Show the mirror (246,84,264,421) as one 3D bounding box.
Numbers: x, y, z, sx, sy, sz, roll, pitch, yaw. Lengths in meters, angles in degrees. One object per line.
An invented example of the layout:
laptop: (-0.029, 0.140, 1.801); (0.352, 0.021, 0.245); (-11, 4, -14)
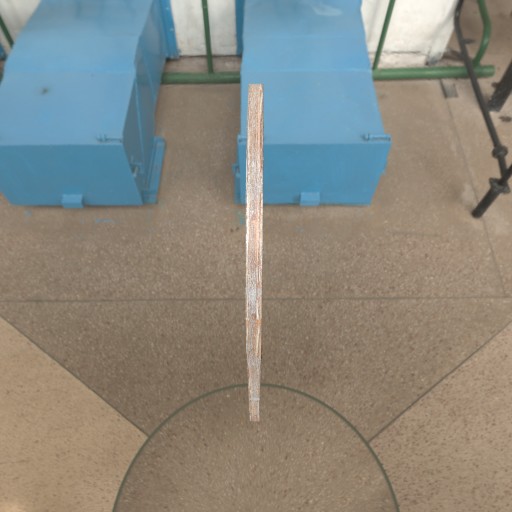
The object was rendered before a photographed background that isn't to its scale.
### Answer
mirror: (0.000, 0.000, 1.188); (0.032, 0.920, 0.660); (0, 58, 0)
